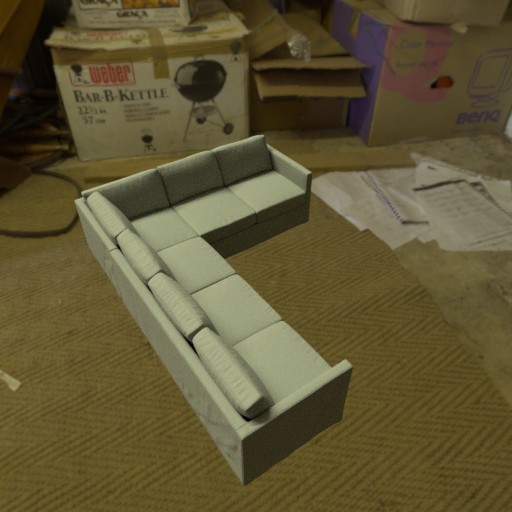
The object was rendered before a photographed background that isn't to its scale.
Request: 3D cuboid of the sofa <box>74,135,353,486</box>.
[{"bbox_3d":[0.000,0.000,4.306,2.432,0.871,3.182,-24,46,-26],"label":"sofa"}]
